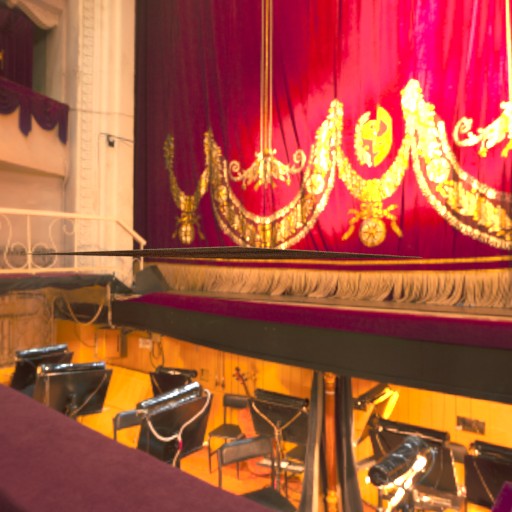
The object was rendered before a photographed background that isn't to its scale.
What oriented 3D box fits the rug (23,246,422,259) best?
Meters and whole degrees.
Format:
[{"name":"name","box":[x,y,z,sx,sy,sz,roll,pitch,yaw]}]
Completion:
[{"name":"rug","box":[0.000,0.000,2.965,1.566,0.004,2.363,-1,-2,37]}]
